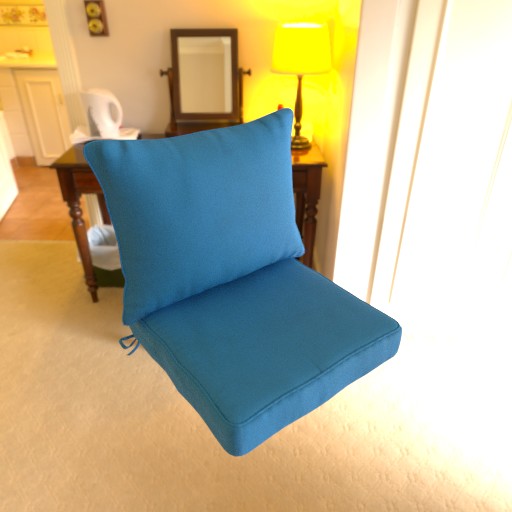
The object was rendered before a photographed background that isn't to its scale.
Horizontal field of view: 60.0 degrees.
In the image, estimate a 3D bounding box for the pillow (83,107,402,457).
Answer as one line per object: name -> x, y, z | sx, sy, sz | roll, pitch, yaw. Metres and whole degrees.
pillow -> 0.000, 0.000, 1.396 | 0.798, 0.725, 0.733 | -21, 36, -31
